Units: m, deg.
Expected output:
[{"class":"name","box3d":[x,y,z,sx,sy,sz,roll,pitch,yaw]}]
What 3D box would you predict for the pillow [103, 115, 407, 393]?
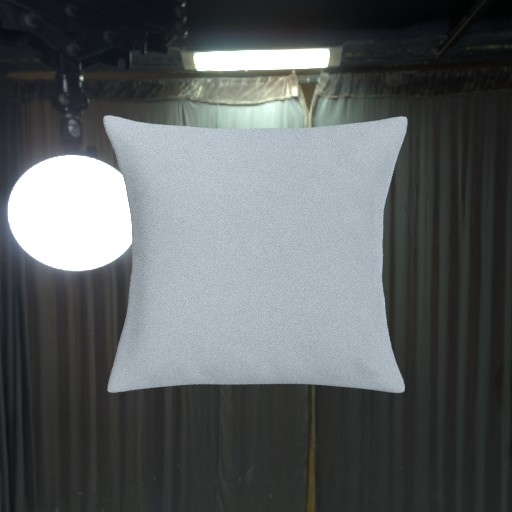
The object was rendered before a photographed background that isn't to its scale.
[{"class":"pillow","box3d":[0.000,0.000,0.814,0.552,0.508,0.166,0,1,0]}]
